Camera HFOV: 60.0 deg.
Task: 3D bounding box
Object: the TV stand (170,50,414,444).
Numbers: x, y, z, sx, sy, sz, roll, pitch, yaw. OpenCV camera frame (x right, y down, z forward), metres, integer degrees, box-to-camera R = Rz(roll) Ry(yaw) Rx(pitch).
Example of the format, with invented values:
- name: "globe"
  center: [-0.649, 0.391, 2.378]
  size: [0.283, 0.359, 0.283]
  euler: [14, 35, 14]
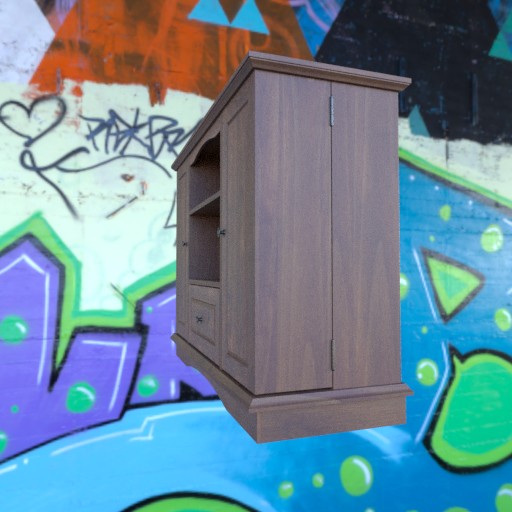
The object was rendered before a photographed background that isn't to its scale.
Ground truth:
- name: "TV stand"
  center: [0.000, 0.000, 1.473]
  size: [0.406, 0.813, 1.067]
  euler: [1, -2, -19]
